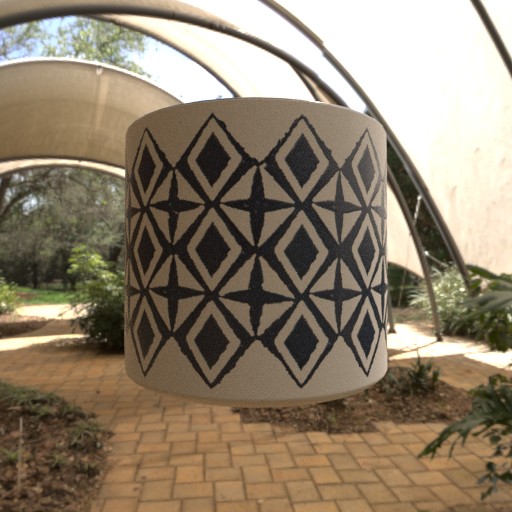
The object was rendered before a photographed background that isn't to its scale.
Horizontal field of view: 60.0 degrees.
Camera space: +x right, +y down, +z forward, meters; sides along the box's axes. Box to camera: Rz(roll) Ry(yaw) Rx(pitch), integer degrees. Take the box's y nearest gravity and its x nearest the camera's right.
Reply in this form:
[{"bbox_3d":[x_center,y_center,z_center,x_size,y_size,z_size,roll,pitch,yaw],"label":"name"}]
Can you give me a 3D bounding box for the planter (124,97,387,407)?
[{"bbox_3d":[0.000,0.000,0.394,0.224,0.203,0.224,0,-1,0],"label":"planter"}]
